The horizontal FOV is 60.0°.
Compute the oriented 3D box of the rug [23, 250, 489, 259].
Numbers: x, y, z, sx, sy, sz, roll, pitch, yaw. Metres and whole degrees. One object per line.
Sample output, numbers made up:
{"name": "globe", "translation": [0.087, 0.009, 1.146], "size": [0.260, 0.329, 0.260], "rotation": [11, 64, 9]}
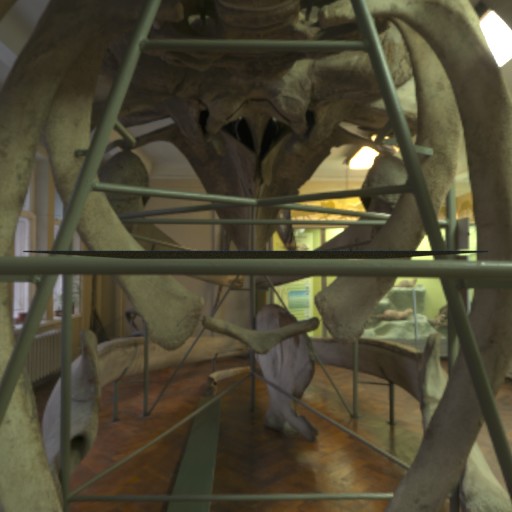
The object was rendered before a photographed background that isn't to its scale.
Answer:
{"name": "rug", "translation": [0.000, 0.000, 4.102], "size": [3.048, 0.010, 2.438], "rotation": [0, -1, 0]}
